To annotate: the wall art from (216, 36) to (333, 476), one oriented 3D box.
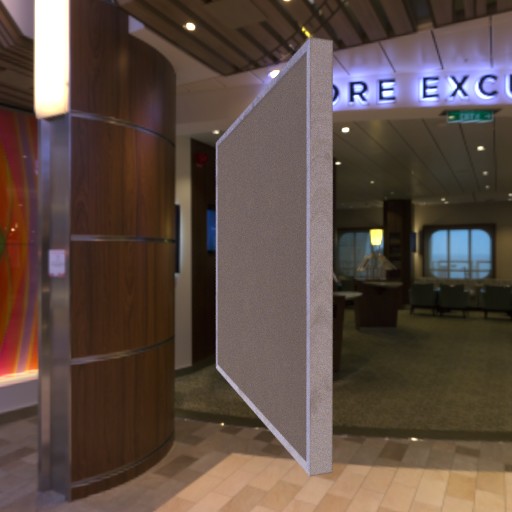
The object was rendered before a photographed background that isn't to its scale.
[{"bbox_3d":[0.000,0.000,0.756,0.029,0.506,0.508,0,0,-17],"label":"wall art"}]
